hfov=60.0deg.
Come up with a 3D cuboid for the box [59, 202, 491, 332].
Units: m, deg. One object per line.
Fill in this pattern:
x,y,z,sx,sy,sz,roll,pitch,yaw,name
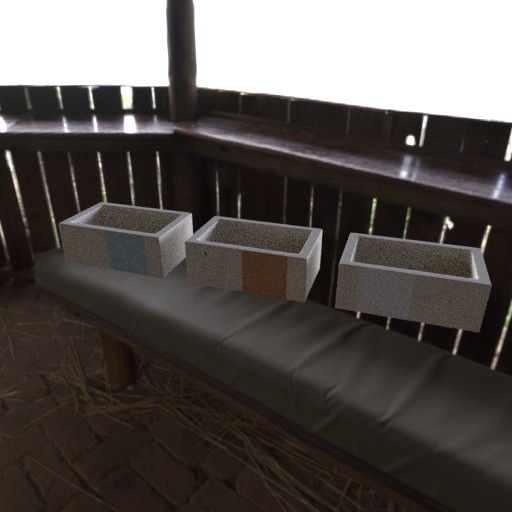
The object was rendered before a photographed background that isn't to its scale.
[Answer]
0.000,0.000,0.498,0.461,0.051,0.082,8,27,17,box
